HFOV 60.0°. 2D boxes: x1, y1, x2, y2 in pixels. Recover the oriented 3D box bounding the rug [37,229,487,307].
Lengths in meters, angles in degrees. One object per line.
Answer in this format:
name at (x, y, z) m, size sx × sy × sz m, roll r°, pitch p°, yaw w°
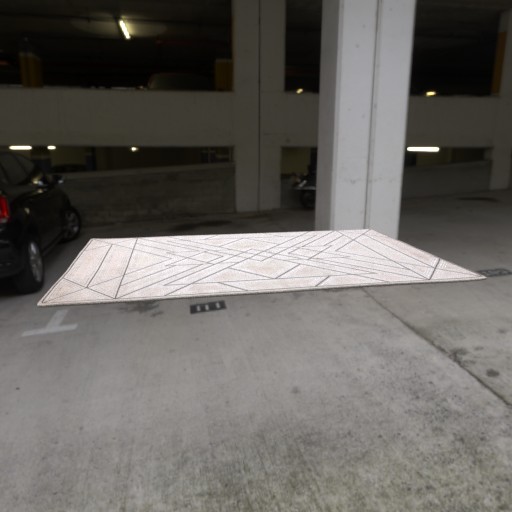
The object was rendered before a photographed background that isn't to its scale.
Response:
rug at (0.000, 0.000, 3.104) m, size 2.459 × 0.023 × 1.575 m, roll -3°, pitch 14°, yaw -10°
